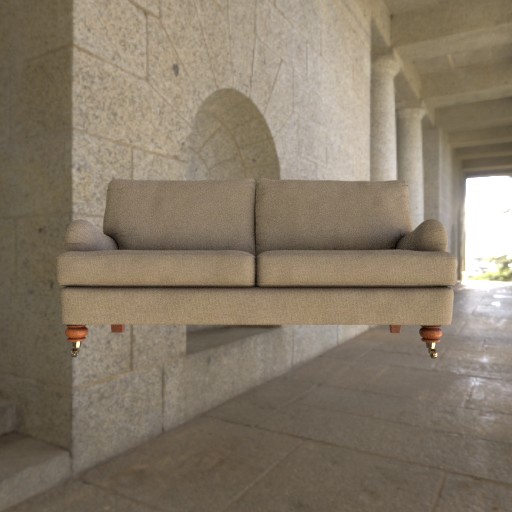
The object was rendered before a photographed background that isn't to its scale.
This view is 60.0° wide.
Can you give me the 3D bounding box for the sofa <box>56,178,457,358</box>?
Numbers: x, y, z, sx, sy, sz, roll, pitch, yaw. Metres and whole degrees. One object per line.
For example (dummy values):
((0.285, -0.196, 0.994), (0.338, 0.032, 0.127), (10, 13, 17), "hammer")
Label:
((0.000, 0.000, 2.856), (2.193, 1.096, 1.069), (0, 0, 1), "sofa")
